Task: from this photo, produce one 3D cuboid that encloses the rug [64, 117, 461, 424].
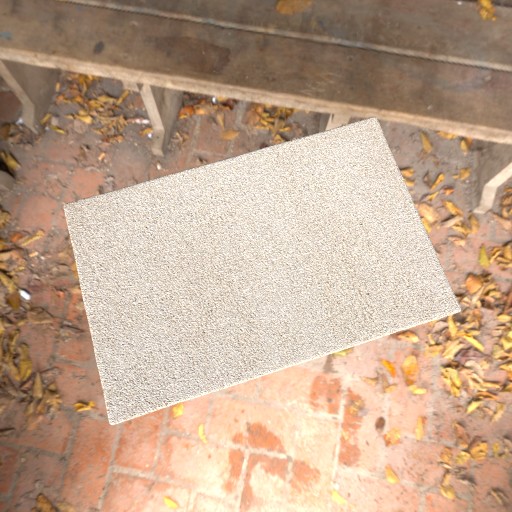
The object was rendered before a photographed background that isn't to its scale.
[{"bbox_3d":[0.000,0.000,3.507,2.743,0.030,1.778,-17,75,-5],"label":"rug"}]
